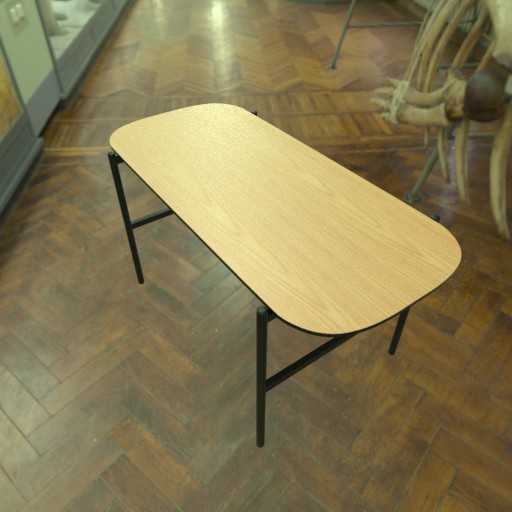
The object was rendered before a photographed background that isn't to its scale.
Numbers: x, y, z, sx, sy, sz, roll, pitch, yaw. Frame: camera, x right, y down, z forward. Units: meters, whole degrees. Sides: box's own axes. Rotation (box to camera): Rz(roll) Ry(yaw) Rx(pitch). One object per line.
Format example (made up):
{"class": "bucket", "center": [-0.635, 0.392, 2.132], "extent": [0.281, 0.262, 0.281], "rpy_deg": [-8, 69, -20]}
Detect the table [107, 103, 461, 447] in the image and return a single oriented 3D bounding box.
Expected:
{"class": "table", "center": [0.000, 0.000, 1.014], "extent": [0.400, 0.400, 0.800], "rpy_deg": [-25, 47, -26]}
